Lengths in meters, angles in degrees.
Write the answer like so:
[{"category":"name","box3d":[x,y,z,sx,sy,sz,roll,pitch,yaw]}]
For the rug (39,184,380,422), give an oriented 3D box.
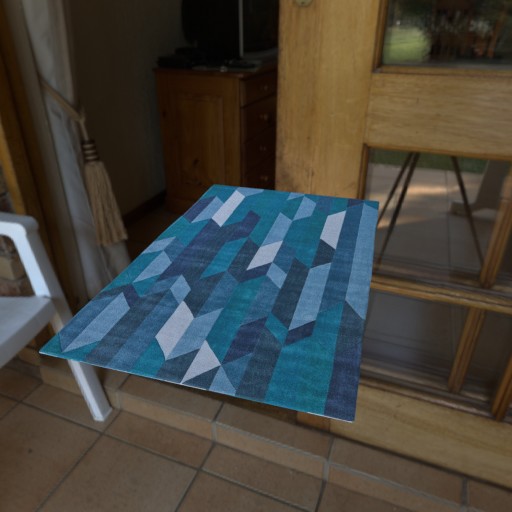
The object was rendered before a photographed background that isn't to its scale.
[{"category":"rug","box3d":[0.000,0.000,2.991,1.528,0.005,2.420,8,30,14]}]
